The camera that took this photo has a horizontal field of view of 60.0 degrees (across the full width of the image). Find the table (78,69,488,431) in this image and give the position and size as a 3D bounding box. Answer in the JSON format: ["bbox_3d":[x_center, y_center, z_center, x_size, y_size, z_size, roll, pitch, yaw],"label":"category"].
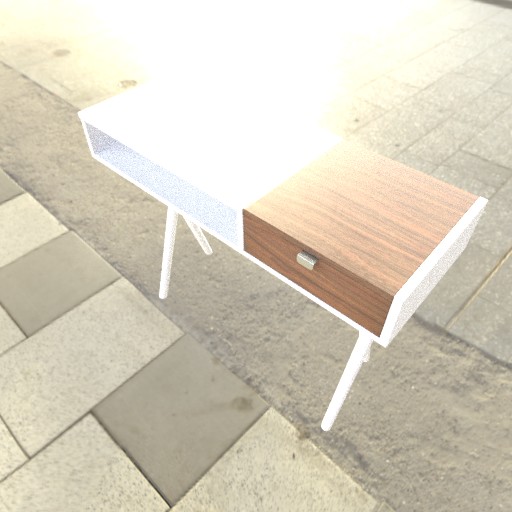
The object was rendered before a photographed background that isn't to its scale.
[{"bbox_3d":[0.000,0.000,1.443,1.066,0.785,0.418,33,54,27],"label":"table"}]
